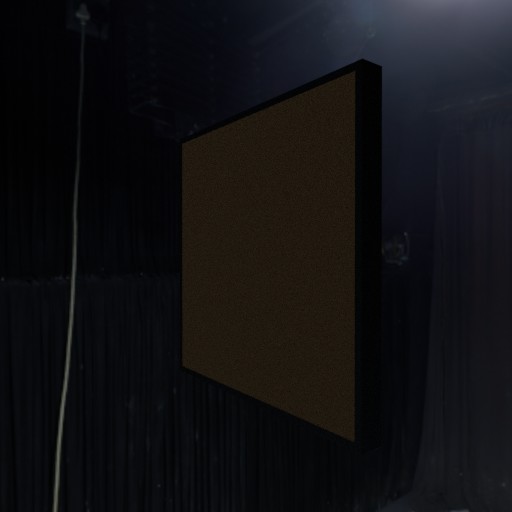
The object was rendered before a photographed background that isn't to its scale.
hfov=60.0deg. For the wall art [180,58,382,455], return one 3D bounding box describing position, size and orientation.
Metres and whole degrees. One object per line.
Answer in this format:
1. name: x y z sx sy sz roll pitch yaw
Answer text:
1. wall art: 0.000 0.000 0.785 0.040 0.509 0.509 0 1 -37
